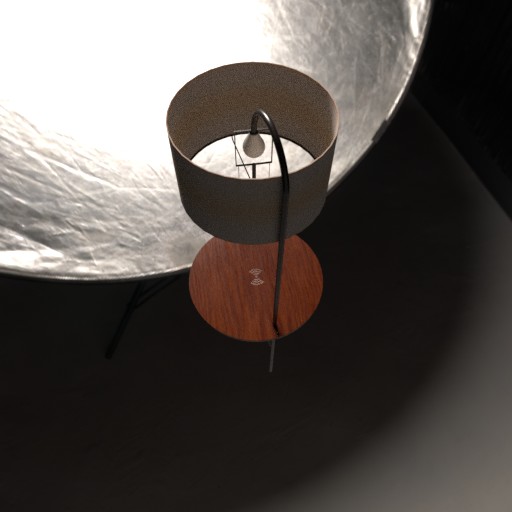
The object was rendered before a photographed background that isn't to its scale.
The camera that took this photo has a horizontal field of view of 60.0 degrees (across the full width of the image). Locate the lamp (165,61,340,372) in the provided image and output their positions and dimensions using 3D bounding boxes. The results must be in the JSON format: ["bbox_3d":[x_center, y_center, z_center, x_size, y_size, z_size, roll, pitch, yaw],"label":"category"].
[{"bbox_3d":[0.000,0.000,1.754,0.573,1.517,0.573,0,58,0],"label":"lamp"}]
